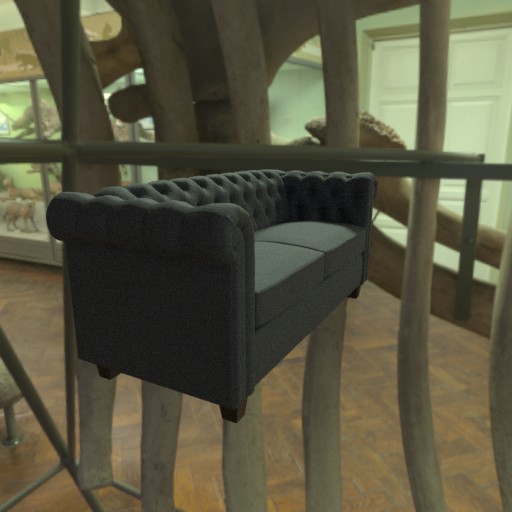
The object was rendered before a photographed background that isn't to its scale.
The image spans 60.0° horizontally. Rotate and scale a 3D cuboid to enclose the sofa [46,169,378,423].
[{"bbox_3d":[0.000,0.000,2.267,0.783,0.797,1.798,8,16,28],"label":"sofa"}]
